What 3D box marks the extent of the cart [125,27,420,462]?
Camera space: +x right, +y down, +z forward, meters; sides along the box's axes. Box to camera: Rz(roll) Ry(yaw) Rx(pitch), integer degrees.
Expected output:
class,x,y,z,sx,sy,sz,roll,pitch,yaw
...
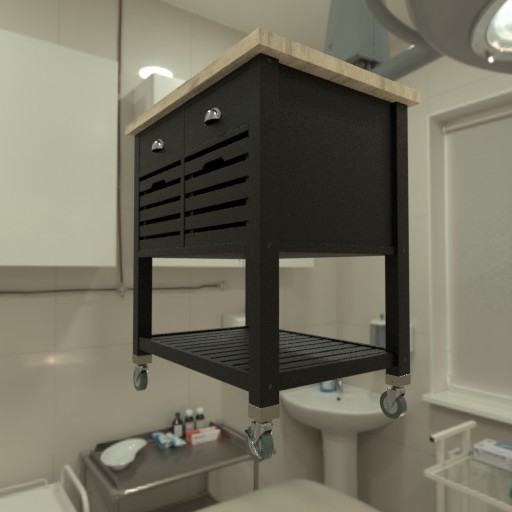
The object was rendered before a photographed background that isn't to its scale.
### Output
class,x,y,z,sx,sy,sz,roll,pitch,yaw
cart,0.000,0.000,1.394,0.567,0.920,0.797,1,-2,-36
